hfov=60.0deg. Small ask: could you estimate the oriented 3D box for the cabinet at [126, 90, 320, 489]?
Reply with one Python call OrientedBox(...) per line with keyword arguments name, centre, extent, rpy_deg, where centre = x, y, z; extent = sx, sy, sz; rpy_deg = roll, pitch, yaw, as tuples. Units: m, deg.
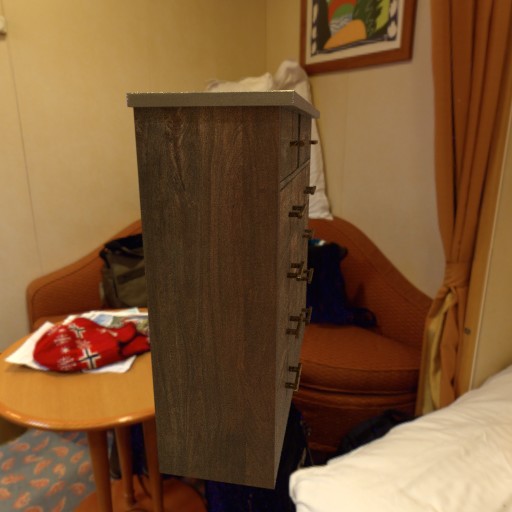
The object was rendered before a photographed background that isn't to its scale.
OrientedBox(name="cabinet", centre=(0.000, 0.000, 1.425), extent=(0.338, 0.919, 0.968), rpy_deg=(3, 16, 10))
